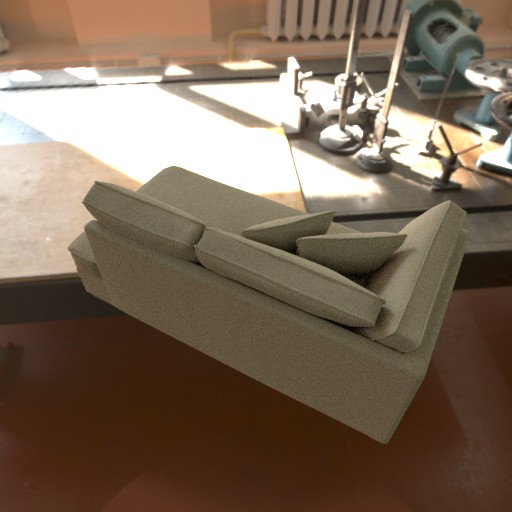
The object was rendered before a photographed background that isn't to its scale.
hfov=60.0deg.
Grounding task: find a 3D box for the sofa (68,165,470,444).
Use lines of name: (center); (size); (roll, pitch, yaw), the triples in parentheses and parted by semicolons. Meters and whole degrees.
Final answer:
sofa: (0.000, 0.000, 2.804); (2.237, 1.033, 1.110); (22, 50, 20)
